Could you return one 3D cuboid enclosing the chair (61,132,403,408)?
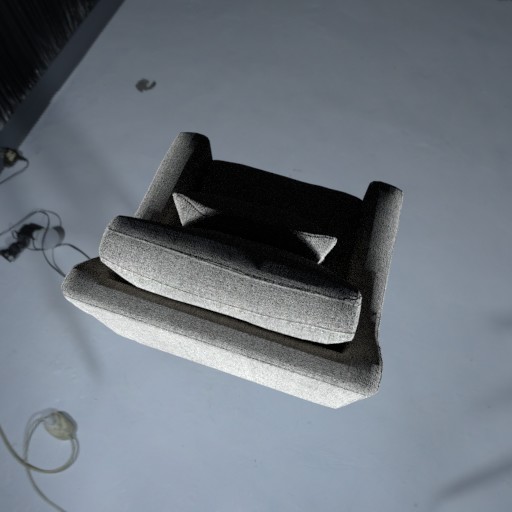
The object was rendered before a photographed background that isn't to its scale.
[{"bbox_3d":[0.000,0.000,1.962,1.138,1.037,1.009,17,66,8],"label":"chair"}]
